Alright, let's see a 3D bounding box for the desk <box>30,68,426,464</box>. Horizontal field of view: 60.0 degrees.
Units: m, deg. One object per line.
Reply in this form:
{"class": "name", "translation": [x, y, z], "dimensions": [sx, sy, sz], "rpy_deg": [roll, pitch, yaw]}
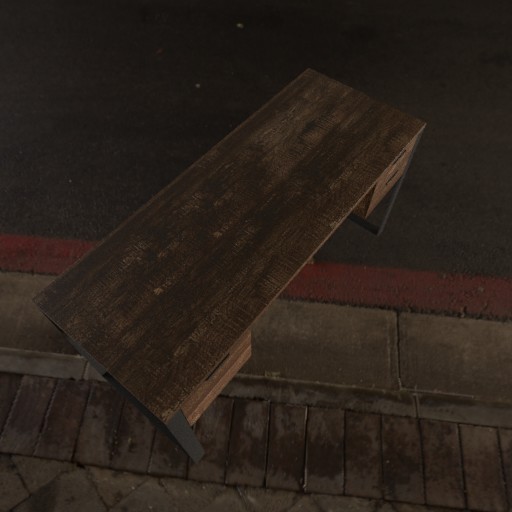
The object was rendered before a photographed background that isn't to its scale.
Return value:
{"class": "desk", "translation": [0.000, 0.000, 1.935], "dimensions": [0.599, 0.762, 1.524], "rpy_deg": [34, 63, 20]}
